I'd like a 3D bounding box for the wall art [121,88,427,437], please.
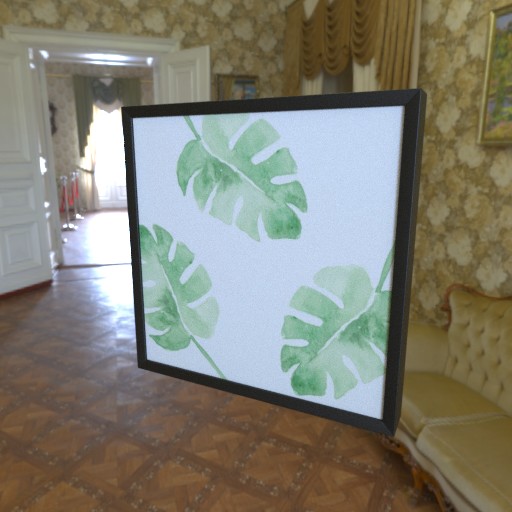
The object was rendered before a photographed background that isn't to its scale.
[{"bbox_3d":[0.000,0.000,0.457,0.304,0.304,0.038,6,14,26],"label":"wall art"}]
